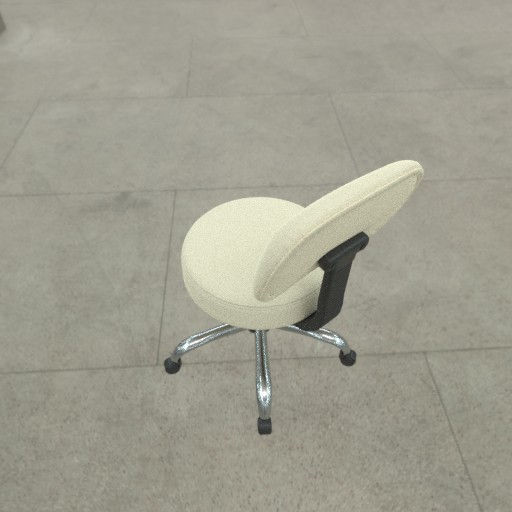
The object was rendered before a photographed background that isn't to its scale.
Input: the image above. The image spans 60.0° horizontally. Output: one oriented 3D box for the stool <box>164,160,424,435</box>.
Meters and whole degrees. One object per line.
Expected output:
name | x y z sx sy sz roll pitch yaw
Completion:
stool | 0.000 0.000 1.199 0.609 0.810 0.616 -30 53 -26
